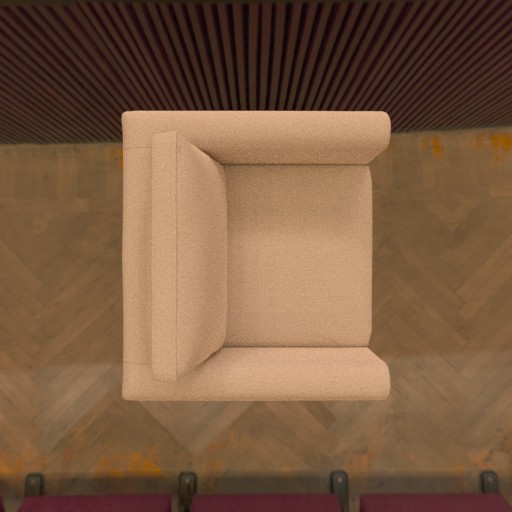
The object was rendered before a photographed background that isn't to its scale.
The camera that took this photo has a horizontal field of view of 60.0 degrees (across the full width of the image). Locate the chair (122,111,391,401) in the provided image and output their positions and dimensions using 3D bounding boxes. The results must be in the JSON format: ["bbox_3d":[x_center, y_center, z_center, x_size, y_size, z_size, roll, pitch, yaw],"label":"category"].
[{"bbox_3d":[0.000,0.000,1.694,0.896,0.915,0.982,0,90,0],"label":"chair"}]
